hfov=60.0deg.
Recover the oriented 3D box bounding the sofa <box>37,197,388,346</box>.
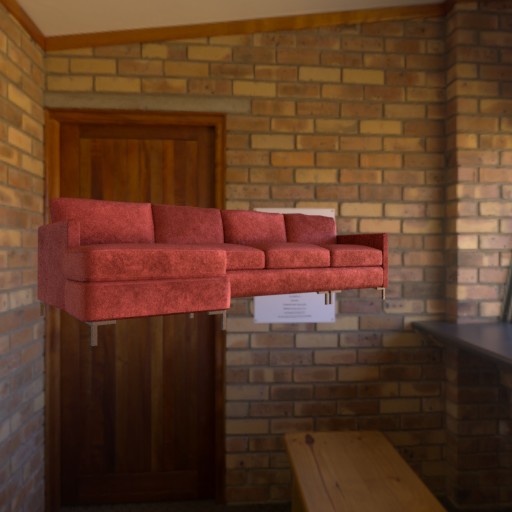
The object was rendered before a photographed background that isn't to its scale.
[{"bbox_3d":[0.000,0.000,3.987,3.400,0.967,1.500,0,0,-36],"label":"sofa"}]
